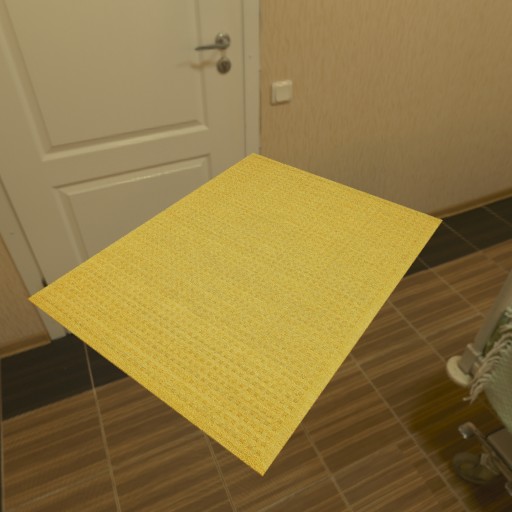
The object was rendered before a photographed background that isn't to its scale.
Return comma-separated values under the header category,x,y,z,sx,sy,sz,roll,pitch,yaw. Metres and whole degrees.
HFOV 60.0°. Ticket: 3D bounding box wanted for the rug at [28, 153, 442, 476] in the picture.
category,x,y,z,sx,sy,sz,roll,pitch,yaw
rug,0.000,0.000,4.240,2.486,0.015,3.242,26,47,27
